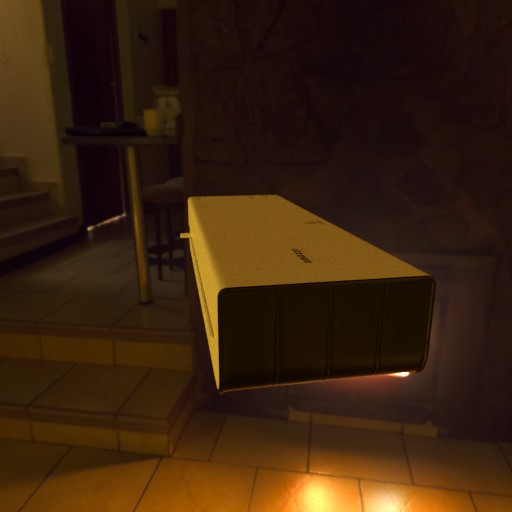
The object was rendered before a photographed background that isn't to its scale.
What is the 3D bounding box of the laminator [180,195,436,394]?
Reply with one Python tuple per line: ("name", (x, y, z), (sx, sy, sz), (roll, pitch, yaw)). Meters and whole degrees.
("laminator", (0.000, 0.000, 0.382), (0.123, 0.062, 0.340), (-3, 15, -10))
